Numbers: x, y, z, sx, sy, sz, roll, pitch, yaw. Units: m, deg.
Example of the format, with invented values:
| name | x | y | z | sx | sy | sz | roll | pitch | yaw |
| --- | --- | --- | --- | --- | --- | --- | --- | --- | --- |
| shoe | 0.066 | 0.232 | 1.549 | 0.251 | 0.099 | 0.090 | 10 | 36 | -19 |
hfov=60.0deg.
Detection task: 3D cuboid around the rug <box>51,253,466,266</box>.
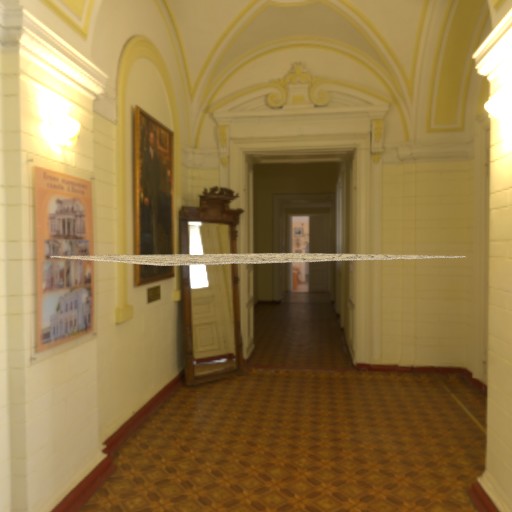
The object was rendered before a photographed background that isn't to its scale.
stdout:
| name | x | y | z | sx | sy | sz | roll | pitch | yaw |
| --- | --- | --- | --- | --- | --- | --- | --- | --- | --- |
| rug | 0.000 | 0.000 | 3.327 | 2.455 | 0.025 | 1.964 | -1 | 2 | -37 |
